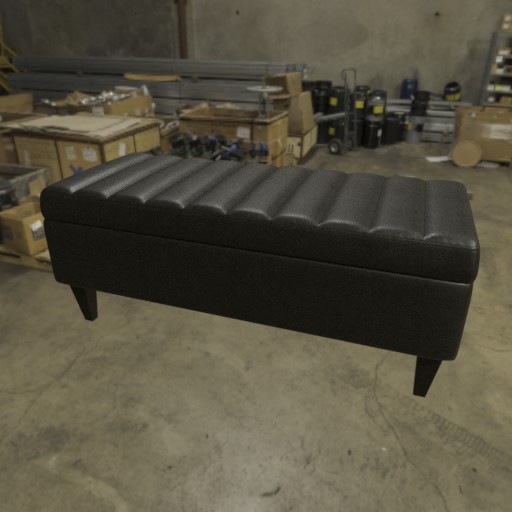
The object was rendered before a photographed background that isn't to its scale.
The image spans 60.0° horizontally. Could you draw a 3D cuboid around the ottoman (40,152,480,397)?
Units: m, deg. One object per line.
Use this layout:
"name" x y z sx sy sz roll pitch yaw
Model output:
"ottoman" 0.000 0.000 1.356 1.151 0.469 0.482 9 28 17
